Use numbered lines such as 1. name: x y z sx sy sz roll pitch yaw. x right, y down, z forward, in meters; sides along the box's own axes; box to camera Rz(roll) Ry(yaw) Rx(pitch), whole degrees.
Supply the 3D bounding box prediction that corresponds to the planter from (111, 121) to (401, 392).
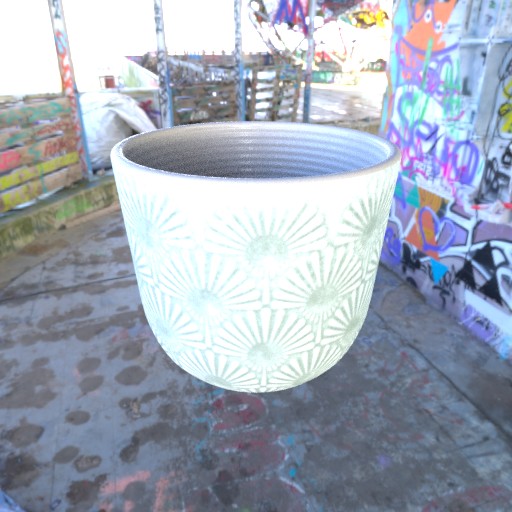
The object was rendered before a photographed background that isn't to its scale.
1. planter: 0.000 0.000 0.301 0.170 0.152 0.170 0 26 0
